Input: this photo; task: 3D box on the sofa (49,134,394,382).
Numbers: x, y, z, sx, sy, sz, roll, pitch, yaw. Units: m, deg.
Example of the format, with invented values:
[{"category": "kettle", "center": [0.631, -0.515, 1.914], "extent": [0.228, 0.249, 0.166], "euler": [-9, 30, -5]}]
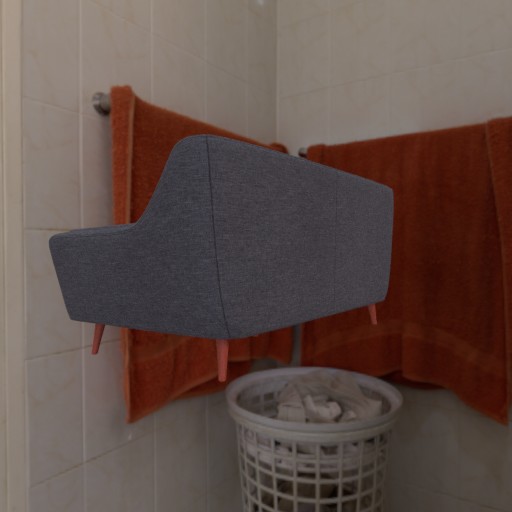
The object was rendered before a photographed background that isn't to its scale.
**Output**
[{"category": "sofa", "center": [0.000, 0.000, 2.454], "extent": [0.975, 0.896, 1.929], "euler": [1, 1, 37]}]
